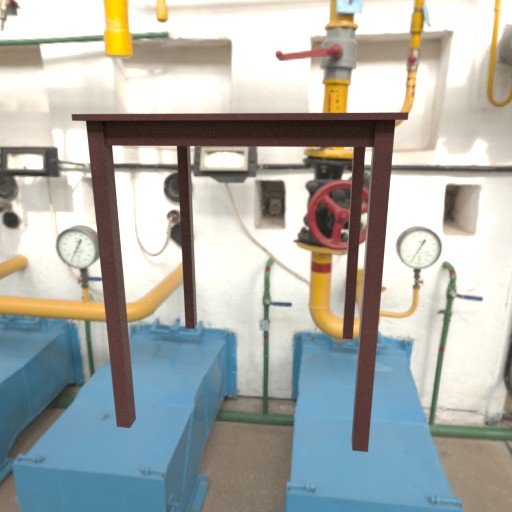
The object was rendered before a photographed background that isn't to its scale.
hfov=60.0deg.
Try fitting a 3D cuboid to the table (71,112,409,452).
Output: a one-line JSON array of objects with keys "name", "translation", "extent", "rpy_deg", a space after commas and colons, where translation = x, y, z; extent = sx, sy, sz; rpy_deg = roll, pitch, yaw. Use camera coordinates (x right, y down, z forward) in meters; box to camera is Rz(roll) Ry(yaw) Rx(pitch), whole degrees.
[{"name": "table", "translation": [0.000, 0.000, 1.659], "extent": [0.861, 0.991, 0.861], "rpy_deg": [2, 16, 8]}]
